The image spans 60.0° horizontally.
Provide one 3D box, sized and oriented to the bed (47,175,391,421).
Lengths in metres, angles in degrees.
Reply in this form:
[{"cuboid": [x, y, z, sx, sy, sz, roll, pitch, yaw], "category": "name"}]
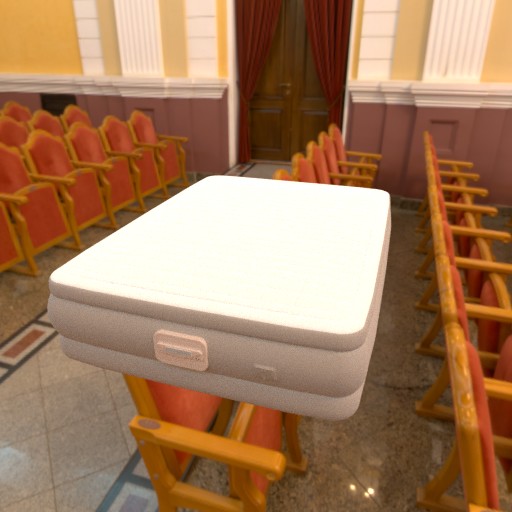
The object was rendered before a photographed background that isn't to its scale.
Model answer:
[{"cuboid": [0.000, 0.000, 2.689, 1.520, 0.460, 2.036, 8, 26, 16], "category": "bed"}]
